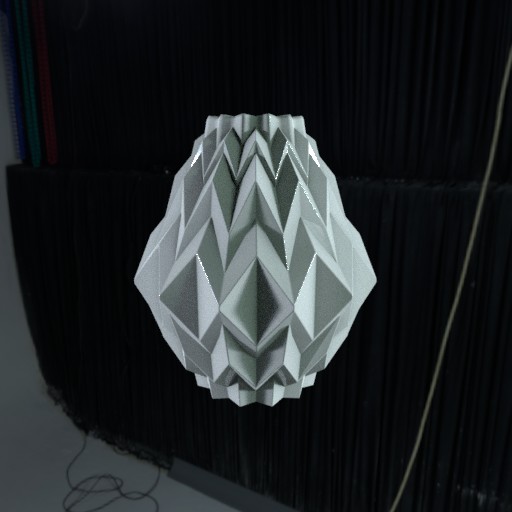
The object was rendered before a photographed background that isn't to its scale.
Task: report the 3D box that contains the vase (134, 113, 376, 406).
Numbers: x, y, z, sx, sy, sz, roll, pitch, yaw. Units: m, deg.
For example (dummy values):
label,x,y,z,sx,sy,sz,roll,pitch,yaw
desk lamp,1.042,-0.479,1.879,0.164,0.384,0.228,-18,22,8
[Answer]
label,x,y,z,sx,sy,sz,roll,pitch,yaw
vase,0.000,0.000,0.309,0.164,0.185,0.164,0,13,0
